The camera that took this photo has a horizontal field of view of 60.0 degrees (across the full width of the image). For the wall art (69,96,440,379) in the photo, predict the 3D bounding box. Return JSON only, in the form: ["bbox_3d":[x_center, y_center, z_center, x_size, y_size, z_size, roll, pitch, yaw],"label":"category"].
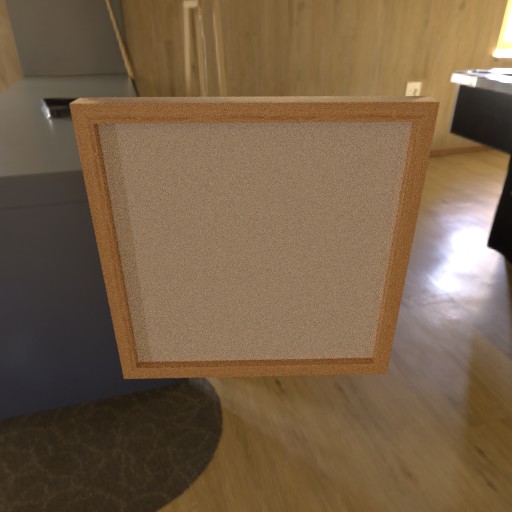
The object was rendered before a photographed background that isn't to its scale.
[{"bbox_3d":[0.000,0.000,0.449,0.303,0.303,0.028,-1,29,-1],"label":"wall art"}]
